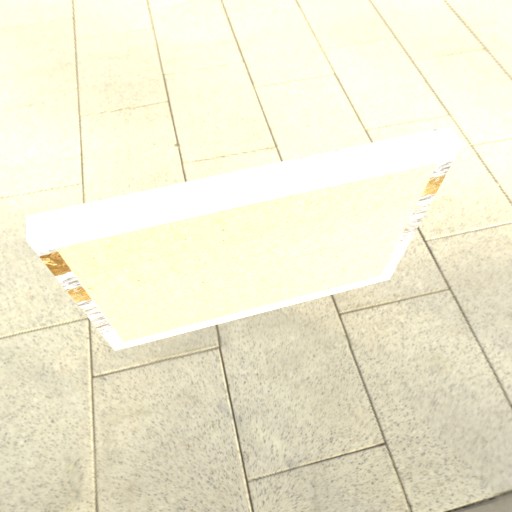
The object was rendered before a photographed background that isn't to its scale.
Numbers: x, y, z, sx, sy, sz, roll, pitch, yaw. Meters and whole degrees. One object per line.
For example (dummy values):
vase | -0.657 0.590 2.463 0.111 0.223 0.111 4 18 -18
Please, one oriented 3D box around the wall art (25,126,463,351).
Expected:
wall art | 0.000 0.000 0.777 0.606 0.407 0.041 -14 60 -8
